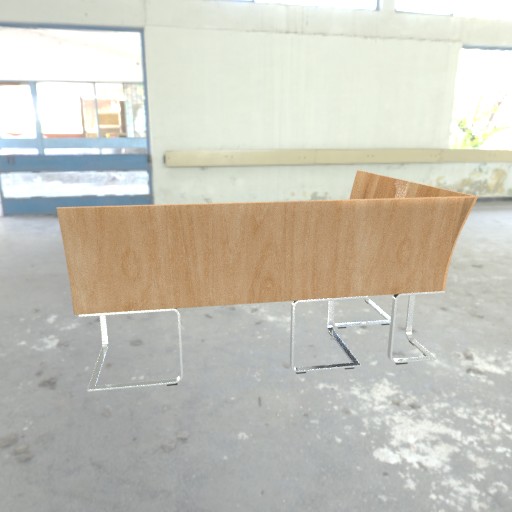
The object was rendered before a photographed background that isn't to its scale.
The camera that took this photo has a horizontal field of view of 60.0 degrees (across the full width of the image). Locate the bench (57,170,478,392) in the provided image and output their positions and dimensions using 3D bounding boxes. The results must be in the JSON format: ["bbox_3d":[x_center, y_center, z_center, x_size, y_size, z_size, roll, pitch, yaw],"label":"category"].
[{"bbox_3d":[0.000,0.000,2.840,1.945,0.930,1.495,-3,16,-9],"label":"bench"}]
